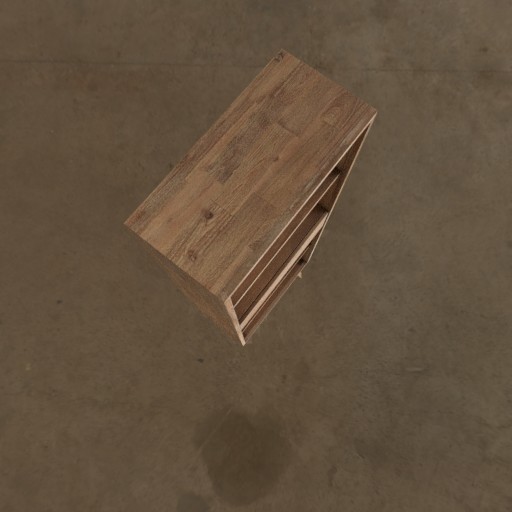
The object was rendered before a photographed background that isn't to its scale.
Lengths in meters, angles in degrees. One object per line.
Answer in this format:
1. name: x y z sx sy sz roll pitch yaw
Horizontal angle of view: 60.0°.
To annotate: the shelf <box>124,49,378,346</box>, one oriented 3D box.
1. shelf: 0.000 0.000 1.505 0.267 1.342 0.491 37 78 9
